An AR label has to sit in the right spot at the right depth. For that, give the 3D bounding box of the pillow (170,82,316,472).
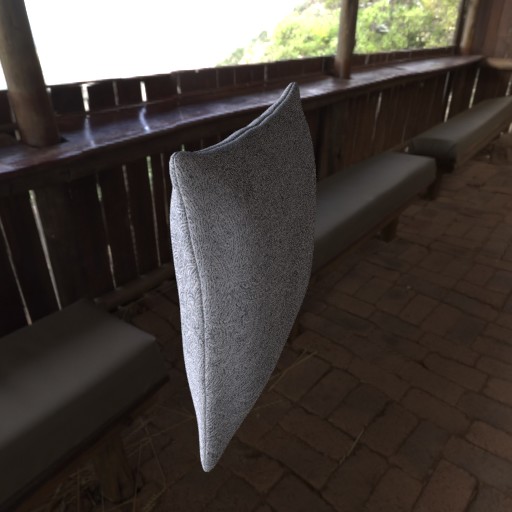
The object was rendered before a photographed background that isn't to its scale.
[{"bbox_3d":[0.000,0.000,0.786,0.166,0.510,0.523,9,31,16],"label":"pillow"}]
